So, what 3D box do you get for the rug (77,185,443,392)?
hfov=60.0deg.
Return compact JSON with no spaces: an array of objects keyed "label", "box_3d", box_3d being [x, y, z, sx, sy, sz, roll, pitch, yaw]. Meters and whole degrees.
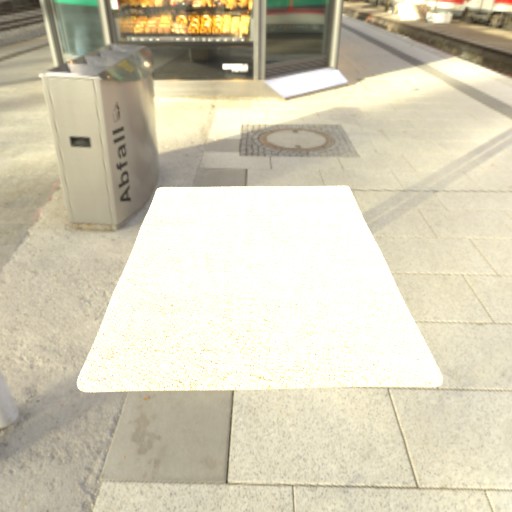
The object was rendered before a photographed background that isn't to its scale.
[{"label":"rug","box_3d":[0.000,0.000,2.110,1.200,0.027,1.600,-1,32,-1]}]
